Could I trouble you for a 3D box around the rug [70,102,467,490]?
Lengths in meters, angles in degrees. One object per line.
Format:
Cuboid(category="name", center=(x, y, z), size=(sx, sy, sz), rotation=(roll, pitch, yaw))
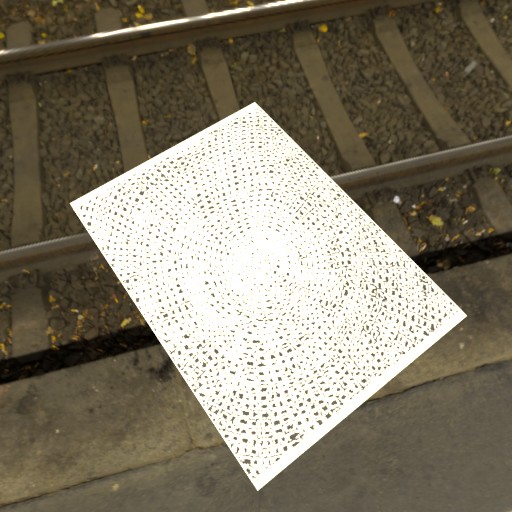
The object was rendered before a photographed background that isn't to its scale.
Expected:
Cuboid(category="rug", center=(0.000, 0.000, 2.159), size=(1.190, 0.003, 1.634), rotation=(-33, 68, -15))
